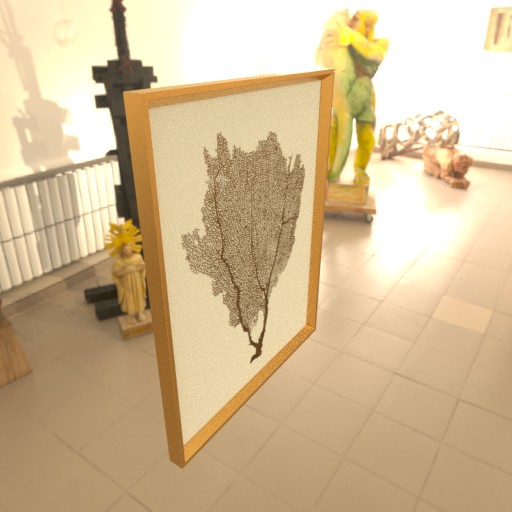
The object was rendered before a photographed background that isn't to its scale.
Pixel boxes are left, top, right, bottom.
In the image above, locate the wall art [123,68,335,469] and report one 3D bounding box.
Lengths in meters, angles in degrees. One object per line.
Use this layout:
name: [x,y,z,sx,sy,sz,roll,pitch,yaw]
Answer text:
wall art: [0.000,0.000,1.015,0.038,0.762,0.610,17,31,31]
